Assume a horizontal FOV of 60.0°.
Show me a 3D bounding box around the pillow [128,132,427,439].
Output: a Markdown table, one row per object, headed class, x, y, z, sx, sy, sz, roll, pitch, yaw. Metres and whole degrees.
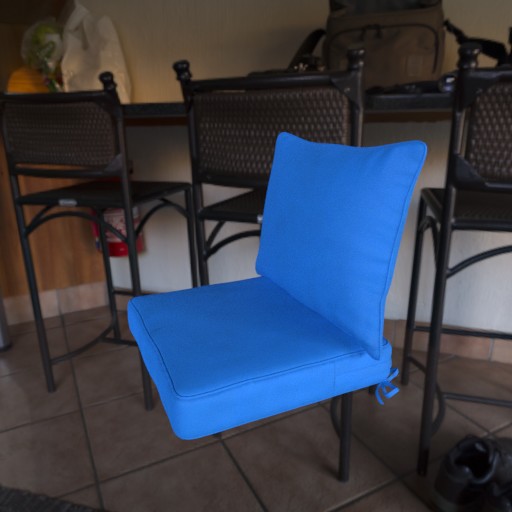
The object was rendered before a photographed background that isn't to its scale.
| class | x | y | z | sx | sy | sz | roll | pitch | yaw |
| --- | --- | --- | --- | --- | --- | --- | --- | --- | --- |
| pillow | 0.000 | 0.000 | 1.395 | 0.733 | 0.725 | 0.798 | -8 | 19 | -24 |
